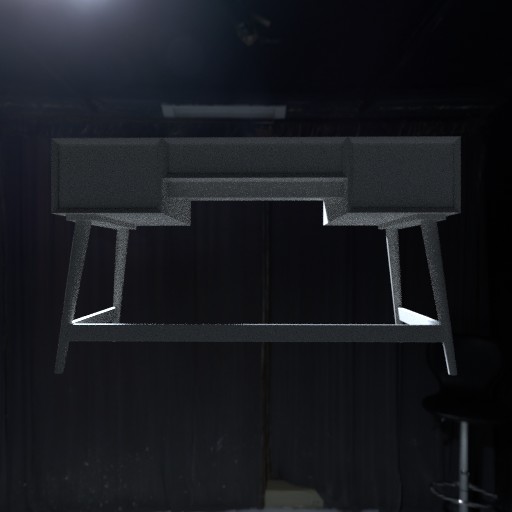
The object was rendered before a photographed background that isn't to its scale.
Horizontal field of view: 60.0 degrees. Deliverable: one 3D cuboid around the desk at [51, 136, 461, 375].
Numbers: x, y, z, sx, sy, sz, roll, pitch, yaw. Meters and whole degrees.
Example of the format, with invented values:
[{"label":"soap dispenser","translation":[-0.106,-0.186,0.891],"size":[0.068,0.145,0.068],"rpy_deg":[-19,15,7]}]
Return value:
[{"label":"desk","translation":[0.000,0.000,1.716],"size":[1.313,0.762,0.589],"rpy_deg":[0,0,1]}]
